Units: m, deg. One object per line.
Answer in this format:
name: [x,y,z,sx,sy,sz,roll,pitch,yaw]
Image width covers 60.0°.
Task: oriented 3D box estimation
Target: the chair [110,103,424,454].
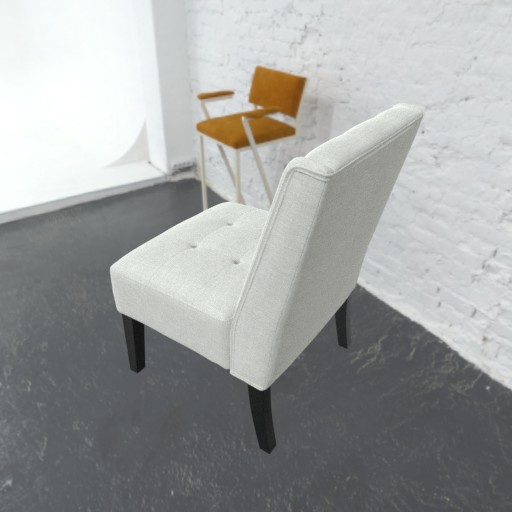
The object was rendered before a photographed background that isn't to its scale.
chair: [0.000,0.000,1.304,0.676,0.853,0.569,19,36,29]
